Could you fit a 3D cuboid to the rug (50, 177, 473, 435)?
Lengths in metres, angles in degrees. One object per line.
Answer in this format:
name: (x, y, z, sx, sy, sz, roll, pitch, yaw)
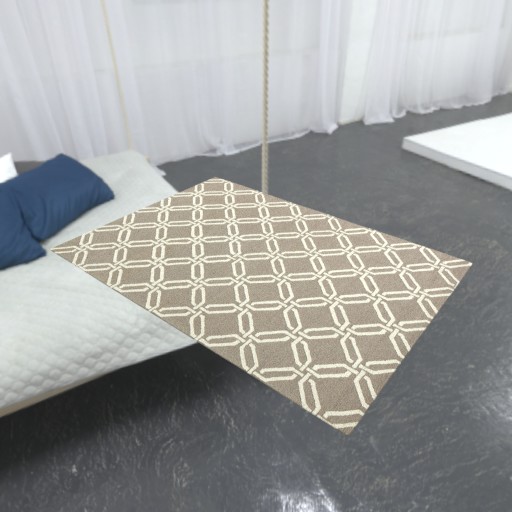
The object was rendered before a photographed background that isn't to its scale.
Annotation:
rug: (0.000, 0.000, 4.383, 3.419, 0.020, 2.441, 24, 39, 32)
